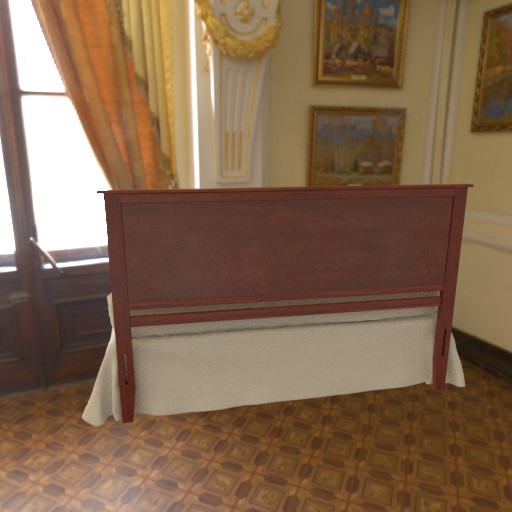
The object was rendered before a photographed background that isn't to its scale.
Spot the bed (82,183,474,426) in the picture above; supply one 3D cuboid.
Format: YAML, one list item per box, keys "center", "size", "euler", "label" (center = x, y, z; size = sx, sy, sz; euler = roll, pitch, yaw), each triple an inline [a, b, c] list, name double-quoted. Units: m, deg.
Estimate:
- center: [0.000, 0.000, 3.479]
  size: [2.314, 1.271, 2.219]
  euler: [-3, 14, -10]
  label: "bed"
